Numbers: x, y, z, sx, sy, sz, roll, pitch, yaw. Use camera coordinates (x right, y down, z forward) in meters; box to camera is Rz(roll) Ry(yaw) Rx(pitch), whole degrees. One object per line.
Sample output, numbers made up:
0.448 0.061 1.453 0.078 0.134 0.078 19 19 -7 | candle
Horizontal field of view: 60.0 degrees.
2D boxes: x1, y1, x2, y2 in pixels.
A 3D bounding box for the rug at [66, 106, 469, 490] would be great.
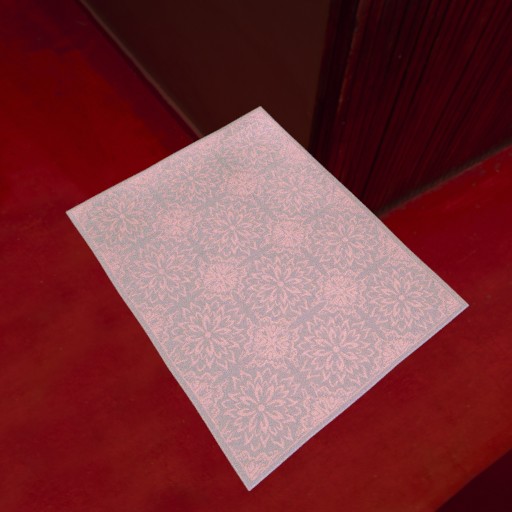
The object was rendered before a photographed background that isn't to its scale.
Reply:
0.000 0.000 4.054 2.363 0.012 2.980 -33 67 -17 | rug
